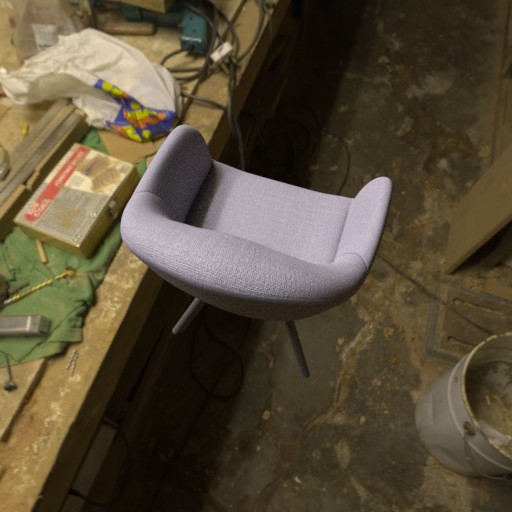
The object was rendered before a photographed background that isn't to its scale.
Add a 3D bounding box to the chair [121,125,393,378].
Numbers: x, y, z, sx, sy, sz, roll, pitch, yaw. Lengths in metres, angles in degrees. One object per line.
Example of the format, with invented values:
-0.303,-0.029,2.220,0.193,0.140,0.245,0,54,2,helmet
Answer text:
0.000,0.000,1.230,0.590,0.795,0.550,17,64,9,chair
